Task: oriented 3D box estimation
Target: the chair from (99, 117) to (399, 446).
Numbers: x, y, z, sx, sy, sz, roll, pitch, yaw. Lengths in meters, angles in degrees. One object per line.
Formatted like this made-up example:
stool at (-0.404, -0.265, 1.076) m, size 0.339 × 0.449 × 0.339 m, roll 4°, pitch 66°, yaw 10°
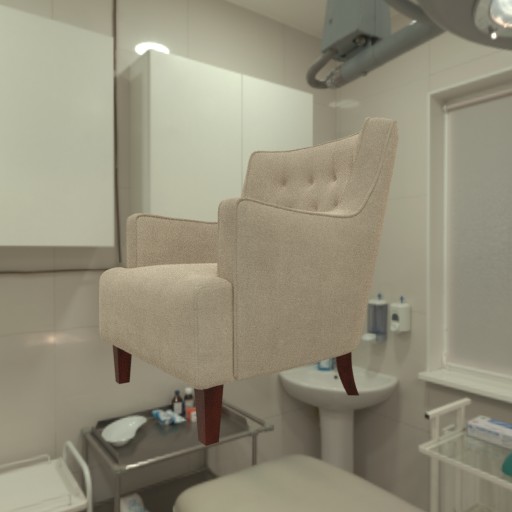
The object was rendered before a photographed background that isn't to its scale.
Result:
chair at (0.000, 0.000, 1.579) m, size 0.910 × 0.920 × 0.781 m, roll -1°, pitch 1°, yaw -36°
